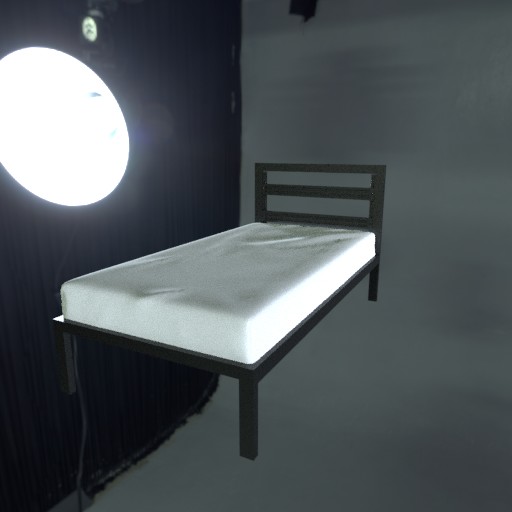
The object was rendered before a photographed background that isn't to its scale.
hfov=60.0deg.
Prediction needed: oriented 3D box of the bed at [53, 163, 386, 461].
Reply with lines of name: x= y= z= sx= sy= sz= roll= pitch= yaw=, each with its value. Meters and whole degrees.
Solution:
bed: x=0.000 y=0.000 z=2.511 sx=0.991 sy=0.967 sz=1.930 roll=7 pitch=15 yaw=27
